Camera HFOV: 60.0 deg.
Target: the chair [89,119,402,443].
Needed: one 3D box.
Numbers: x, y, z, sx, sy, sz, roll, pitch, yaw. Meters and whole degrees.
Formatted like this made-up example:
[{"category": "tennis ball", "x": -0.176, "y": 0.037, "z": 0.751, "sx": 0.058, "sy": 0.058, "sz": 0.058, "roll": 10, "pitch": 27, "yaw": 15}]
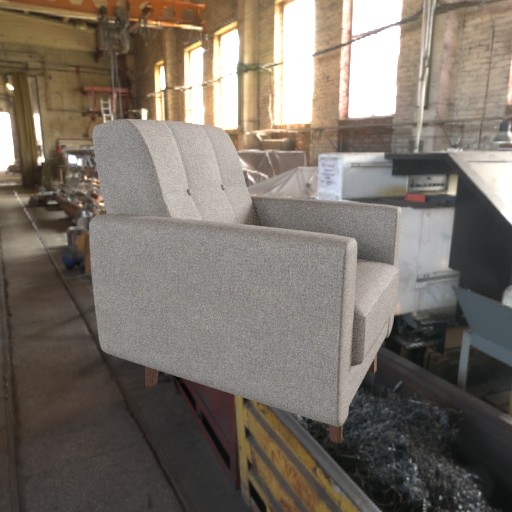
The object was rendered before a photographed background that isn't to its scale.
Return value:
[{"category": "chair", "x": 0.000, "y": 0.000, "z": 1.633, "sx": 0.942, "sy": 0.968, "sz": 0.845, "roll": 7, "pitch": 15, "yaw": 26}]
